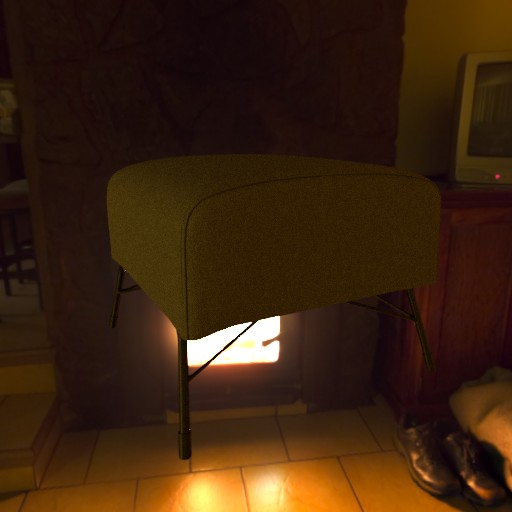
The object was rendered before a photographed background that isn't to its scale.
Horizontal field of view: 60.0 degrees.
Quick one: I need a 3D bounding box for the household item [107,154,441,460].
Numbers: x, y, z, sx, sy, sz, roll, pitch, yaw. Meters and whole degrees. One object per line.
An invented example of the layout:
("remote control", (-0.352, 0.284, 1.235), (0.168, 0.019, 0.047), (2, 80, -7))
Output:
("household item", (0.000, 0.000, 0.921), (0.530, 0.410, 0.530), (-8, 17, -28))
